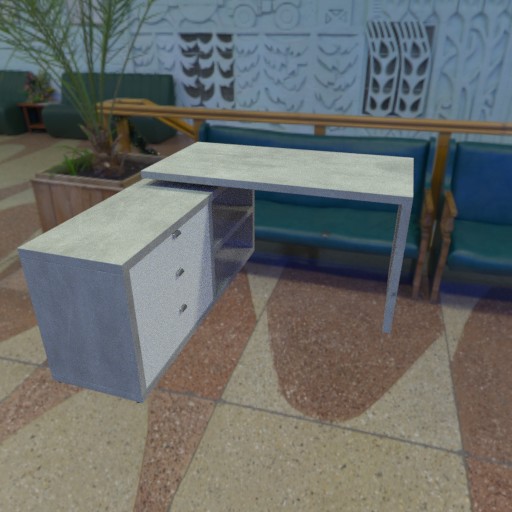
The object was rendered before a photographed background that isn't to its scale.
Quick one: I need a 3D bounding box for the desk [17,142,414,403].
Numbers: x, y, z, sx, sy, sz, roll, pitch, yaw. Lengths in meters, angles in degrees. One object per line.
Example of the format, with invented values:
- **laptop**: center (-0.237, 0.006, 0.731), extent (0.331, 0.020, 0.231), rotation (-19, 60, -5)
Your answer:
- **desk**: center (0.000, 0.000, 2.238), extent (1.400, 0.740, 1.500), rotation (8, 28, 16)
